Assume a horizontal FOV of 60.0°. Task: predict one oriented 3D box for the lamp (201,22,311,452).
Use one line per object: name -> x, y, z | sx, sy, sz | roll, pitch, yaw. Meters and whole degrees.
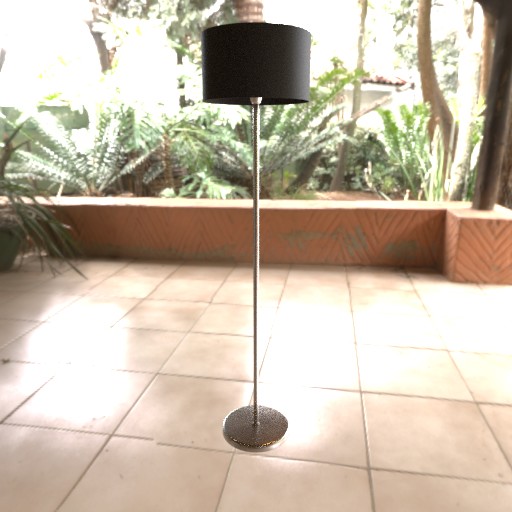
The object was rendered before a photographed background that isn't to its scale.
lamp -> 0.000, 0.000, 1.590 | 0.348, 1.443, 0.348 | 2, 15, 8
